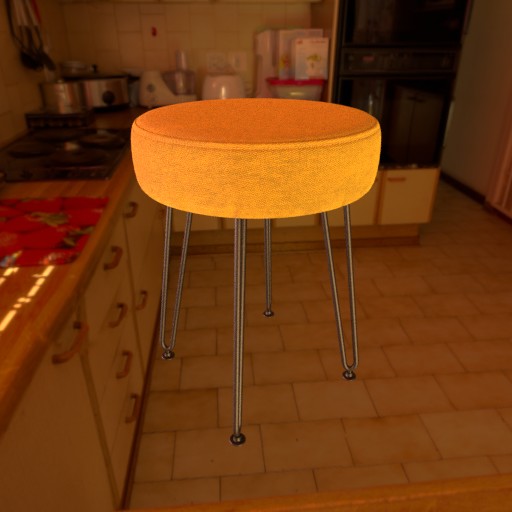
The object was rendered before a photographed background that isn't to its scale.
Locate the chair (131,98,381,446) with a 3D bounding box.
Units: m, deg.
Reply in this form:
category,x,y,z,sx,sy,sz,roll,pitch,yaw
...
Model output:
category,x,y,z,sx,sy,sz,roll,pitch,yaw
chair,0.000,0.000,0.716,0.345,0.455,0.345,-18,32,-31
